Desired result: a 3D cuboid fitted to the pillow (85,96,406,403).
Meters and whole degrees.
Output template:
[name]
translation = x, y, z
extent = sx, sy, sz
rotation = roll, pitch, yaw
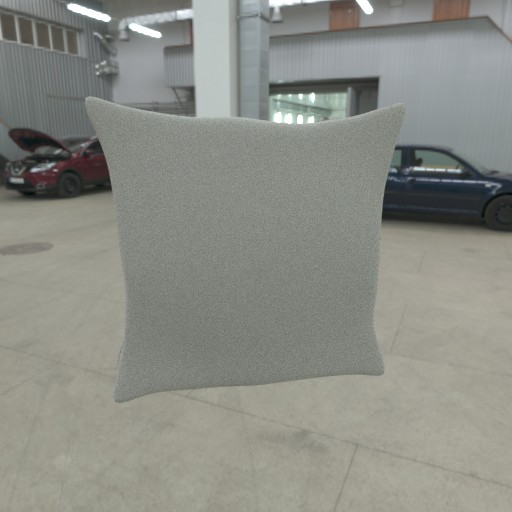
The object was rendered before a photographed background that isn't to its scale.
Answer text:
[pillow]
translation = 0.000, 0.000, 0.767
extent = 0.514, 0.513, 0.163
rotation = -3, 15, -11
